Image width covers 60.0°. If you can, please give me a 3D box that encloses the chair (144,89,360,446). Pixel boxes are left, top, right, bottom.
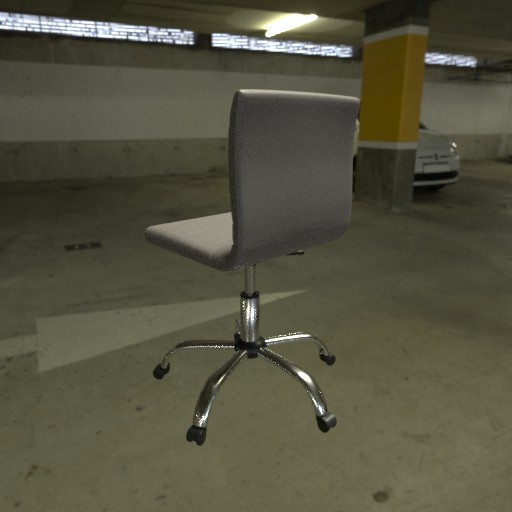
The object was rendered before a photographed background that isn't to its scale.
[{"bbox_3d":[0.000,0.000,1.143,0.556,0.780,0.530,-16,23,-42],"label":"chair"}]
